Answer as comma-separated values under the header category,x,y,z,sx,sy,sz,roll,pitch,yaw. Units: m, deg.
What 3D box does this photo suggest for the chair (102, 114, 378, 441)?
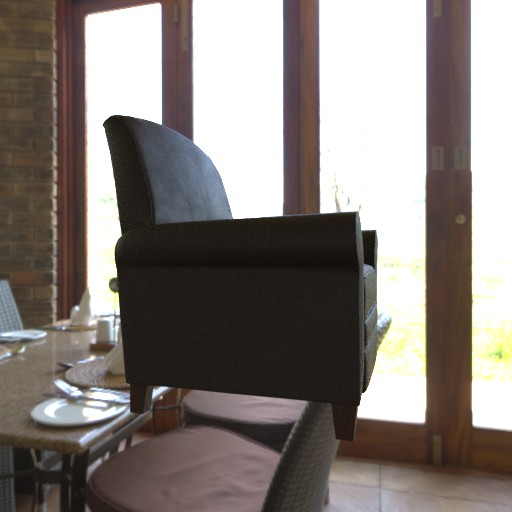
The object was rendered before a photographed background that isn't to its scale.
category,x,y,z,sx,sy,sz,roll,pitch,yaw
chair,0.000,0.000,1.733,0.902,1.061,0.978,0,0,18
